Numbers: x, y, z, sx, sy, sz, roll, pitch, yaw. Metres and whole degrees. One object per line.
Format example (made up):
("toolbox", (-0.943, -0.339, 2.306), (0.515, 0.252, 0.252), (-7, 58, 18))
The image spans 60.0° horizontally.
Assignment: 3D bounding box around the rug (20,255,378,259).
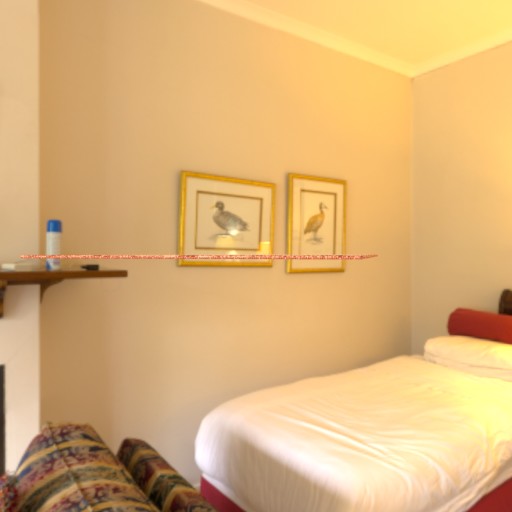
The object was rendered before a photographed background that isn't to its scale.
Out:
("rug", (0.000, 0.000, 2.968), (1.524, 0.015, 2.438), (0, 0, 17))
